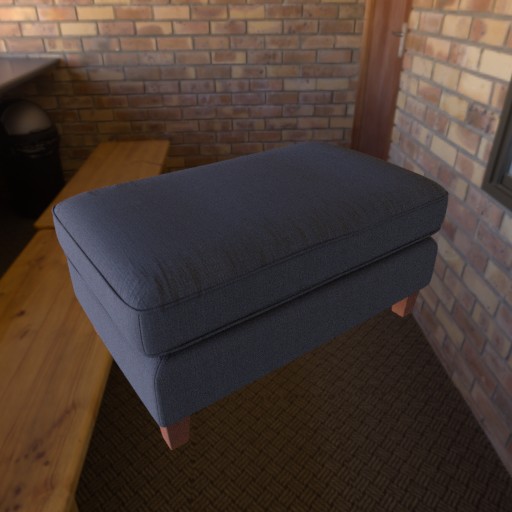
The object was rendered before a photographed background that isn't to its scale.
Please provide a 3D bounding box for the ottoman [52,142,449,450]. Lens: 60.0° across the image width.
[{"bbox_3d":[0.000,0.000,1.199,0.885,0.438,0.570,-20,36,-30],"label":"ottoman"}]
